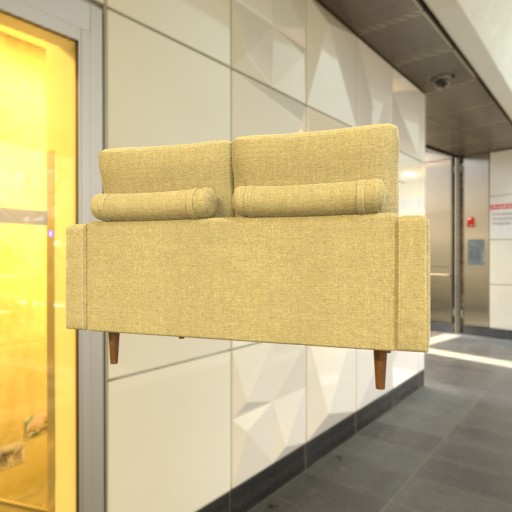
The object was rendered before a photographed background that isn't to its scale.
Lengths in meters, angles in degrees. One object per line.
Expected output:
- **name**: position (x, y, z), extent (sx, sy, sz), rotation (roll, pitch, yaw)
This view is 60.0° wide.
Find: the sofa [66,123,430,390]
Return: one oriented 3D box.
- **sofa**: position (0.000, 0.000, 1.964), extent (1.407, 0.907, 0.842), rotation (0, 0, 19)
